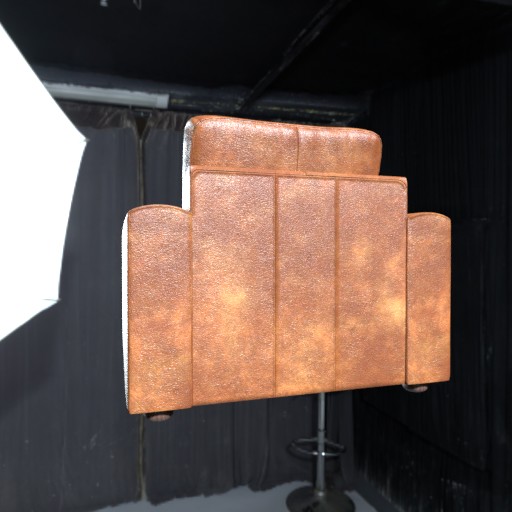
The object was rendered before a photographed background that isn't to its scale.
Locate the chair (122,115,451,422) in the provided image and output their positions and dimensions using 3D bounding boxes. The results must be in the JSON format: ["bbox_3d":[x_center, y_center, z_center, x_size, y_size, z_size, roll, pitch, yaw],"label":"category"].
[{"bbox_3d":[0.000,0.000,1.751,1.005,0.873,1.016,0,1,-17],"label":"chair"}]
